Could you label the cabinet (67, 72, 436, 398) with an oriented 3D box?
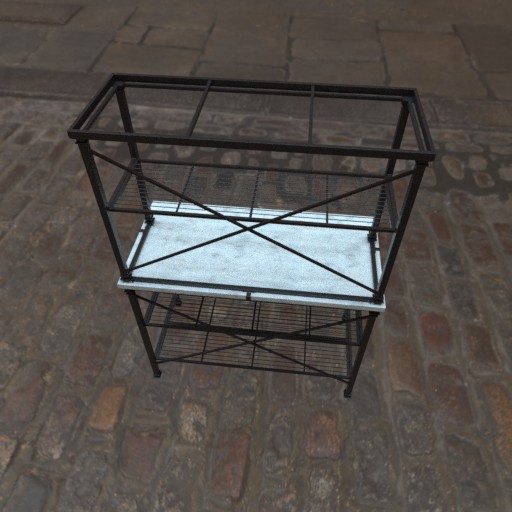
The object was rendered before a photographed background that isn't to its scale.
[{"bbox_3d":[0.000,0.000,2.215,1.210,1.659,0.610,5,46,4],"label":"cabinet"}]
